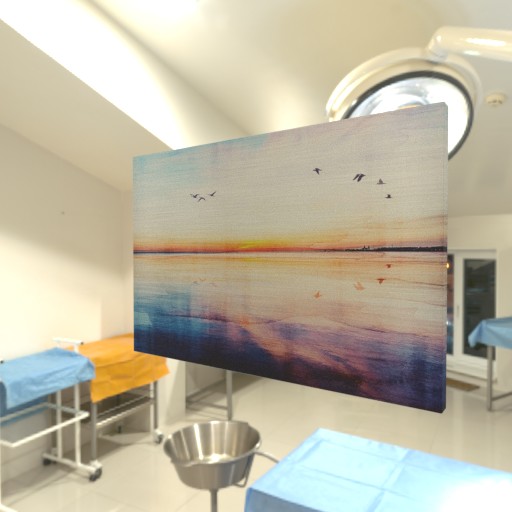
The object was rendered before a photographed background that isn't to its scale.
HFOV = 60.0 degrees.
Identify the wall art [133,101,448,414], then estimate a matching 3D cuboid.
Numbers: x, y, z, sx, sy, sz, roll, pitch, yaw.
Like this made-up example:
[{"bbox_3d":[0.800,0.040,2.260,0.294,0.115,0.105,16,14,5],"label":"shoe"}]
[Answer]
[{"bbox_3d":[0.000,0.000,1.134,0.911,0.605,0.037,1,1,35],"label":"wall art"}]
